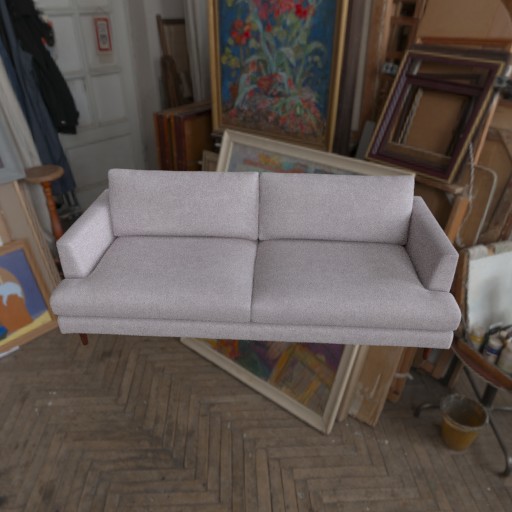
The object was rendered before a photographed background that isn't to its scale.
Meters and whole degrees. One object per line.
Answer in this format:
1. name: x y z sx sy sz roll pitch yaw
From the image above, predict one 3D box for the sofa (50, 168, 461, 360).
1. sofa: 0.000 0.000 2.812 2.250 0.868 1.020 2 31 3
